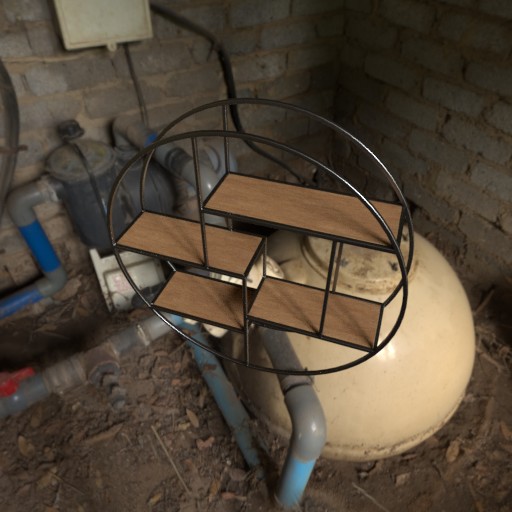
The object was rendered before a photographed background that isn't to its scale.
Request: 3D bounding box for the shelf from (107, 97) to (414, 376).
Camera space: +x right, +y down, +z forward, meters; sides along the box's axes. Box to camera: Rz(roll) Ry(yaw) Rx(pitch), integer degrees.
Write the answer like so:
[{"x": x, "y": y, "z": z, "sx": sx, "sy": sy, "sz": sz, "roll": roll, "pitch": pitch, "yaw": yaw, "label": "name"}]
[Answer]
[{"x": 0.000, "y": 0.000, "z": 1.338, "sx": 0.888, "sy": 0.888, "sz": 0.202, "roll": 13, "pitch": 44, "yaw": 14, "label": "shelf"}]
